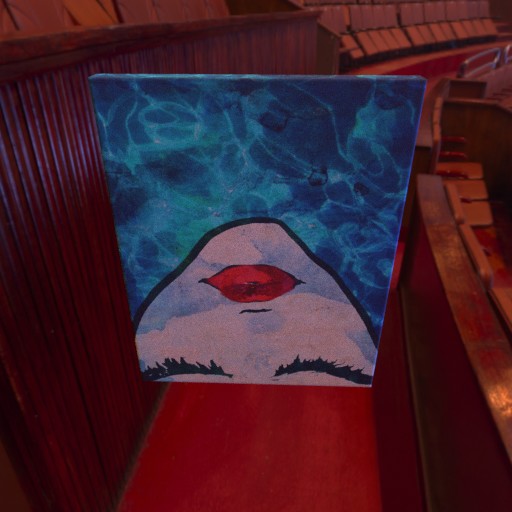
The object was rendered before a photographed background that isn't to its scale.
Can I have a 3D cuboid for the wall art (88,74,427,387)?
[{"bbox_3d":[0.000,0.000,0.838,0.508,0.635,0.038,1,30,2],"label":"wall art"}]
